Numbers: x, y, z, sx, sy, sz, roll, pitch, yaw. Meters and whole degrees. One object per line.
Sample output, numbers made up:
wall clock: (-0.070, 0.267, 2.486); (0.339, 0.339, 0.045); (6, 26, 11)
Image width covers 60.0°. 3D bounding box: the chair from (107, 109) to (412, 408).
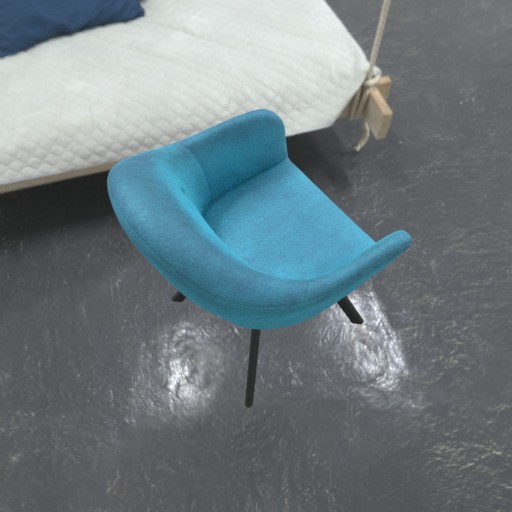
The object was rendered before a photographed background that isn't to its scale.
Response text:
chair: (0.000, 0.000, 1.169); (0.570, 0.780, 0.540); (-32, 63, -18)
